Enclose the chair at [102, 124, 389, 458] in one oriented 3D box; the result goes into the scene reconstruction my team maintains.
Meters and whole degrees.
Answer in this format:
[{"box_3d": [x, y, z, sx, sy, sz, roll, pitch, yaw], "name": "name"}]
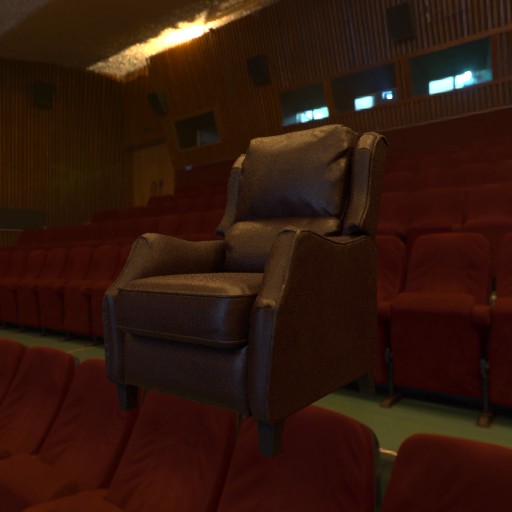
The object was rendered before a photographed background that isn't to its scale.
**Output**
[{"box_3d": [0.000, 0.000, 1.748, 0.770, 1.132, 0.982, 0, 0, 36], "name": "chair"}]
